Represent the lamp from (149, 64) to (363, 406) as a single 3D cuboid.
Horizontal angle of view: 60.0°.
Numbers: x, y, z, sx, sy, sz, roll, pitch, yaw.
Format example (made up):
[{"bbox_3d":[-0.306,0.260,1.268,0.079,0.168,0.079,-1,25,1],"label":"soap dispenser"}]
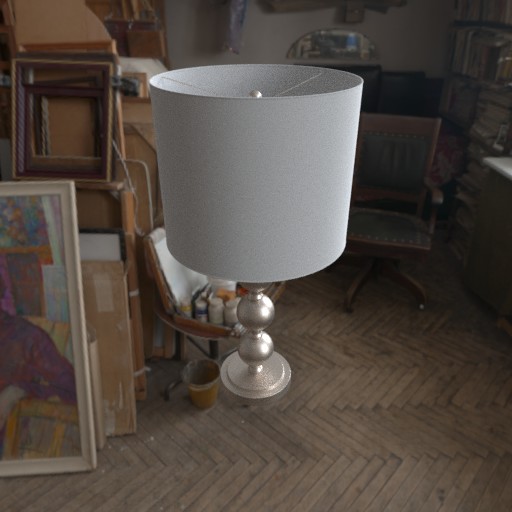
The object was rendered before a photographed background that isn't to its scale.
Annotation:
[{"bbox_3d":[0.000,0.000,0.713,0.277,0.538,0.277,-23,37,-34],"label":"lamp"}]
